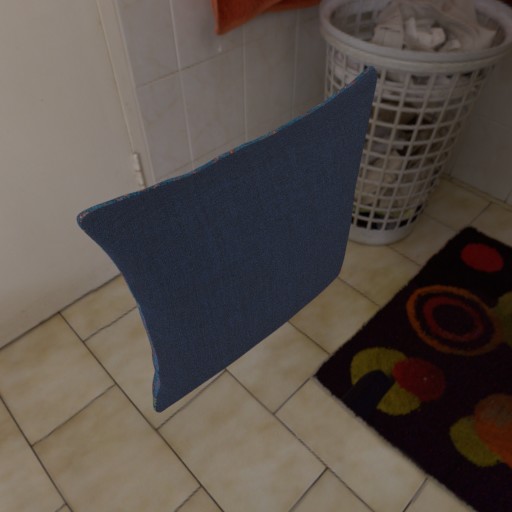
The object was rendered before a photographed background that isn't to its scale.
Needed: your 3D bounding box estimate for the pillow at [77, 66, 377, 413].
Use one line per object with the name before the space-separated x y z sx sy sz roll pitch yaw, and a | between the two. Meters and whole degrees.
pillow | 0.000 0.000 0.646 0.431 0.431 0.141 -34 56 -27
